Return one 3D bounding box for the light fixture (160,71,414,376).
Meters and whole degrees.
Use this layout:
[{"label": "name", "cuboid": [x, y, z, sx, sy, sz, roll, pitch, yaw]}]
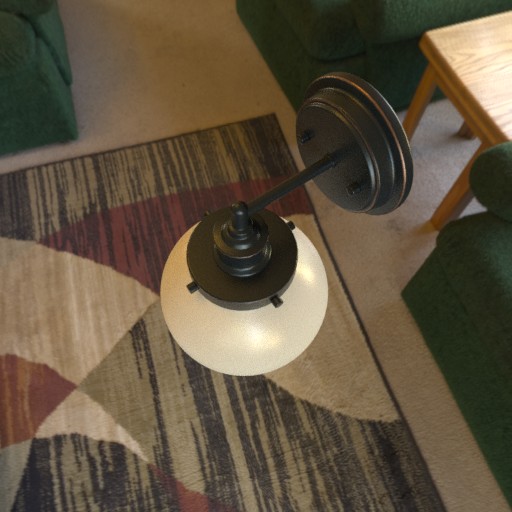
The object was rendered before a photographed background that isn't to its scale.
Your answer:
[{"label": "light fixture", "cuboid": [0.000, 0.000, 0.469, 0.230, 0.332, 0.197, -32, 68, -15]}]
